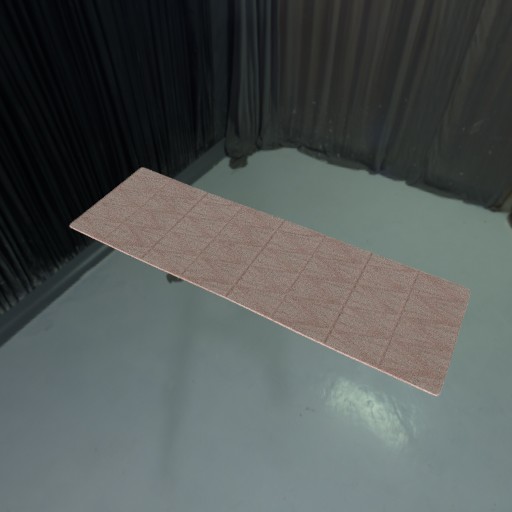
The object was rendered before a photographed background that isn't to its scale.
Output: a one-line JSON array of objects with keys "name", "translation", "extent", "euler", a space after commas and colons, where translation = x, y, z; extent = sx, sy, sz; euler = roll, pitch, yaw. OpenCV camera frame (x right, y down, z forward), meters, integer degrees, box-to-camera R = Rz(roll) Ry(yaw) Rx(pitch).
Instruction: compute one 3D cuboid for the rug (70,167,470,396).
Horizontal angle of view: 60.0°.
[{"name": "rug", "translation": [0.000, 0.000, 2.748], "extent": [2.435, 0.015, 0.760], "euler": [22, 51, 20]}]
